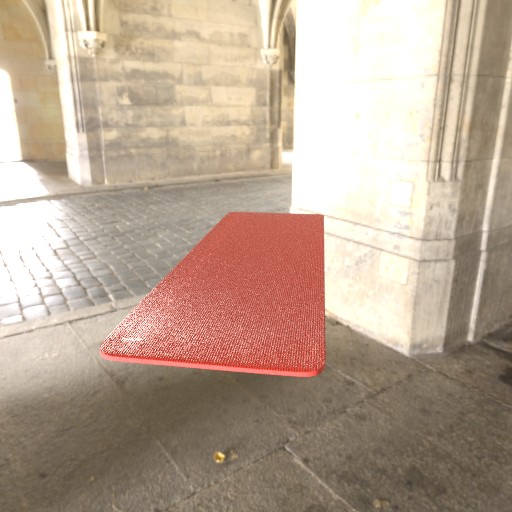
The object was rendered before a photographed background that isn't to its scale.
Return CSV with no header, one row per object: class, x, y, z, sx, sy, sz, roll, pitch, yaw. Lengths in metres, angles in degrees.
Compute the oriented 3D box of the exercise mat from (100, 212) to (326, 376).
exercise mat,0.000,0.000,2.013,0.616,0.021,1.869,2,18,8
